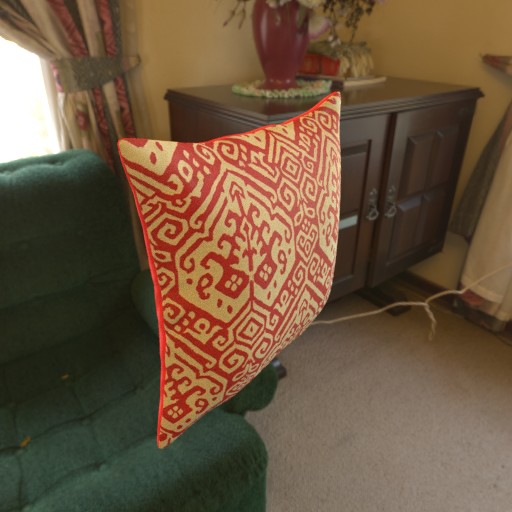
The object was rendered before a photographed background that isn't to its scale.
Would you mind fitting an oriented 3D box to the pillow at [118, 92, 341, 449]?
[{"bbox_3d":[0.000,0.000,0.794,0.192,0.507,0.522,19,33,33],"label":"pillow"}]
